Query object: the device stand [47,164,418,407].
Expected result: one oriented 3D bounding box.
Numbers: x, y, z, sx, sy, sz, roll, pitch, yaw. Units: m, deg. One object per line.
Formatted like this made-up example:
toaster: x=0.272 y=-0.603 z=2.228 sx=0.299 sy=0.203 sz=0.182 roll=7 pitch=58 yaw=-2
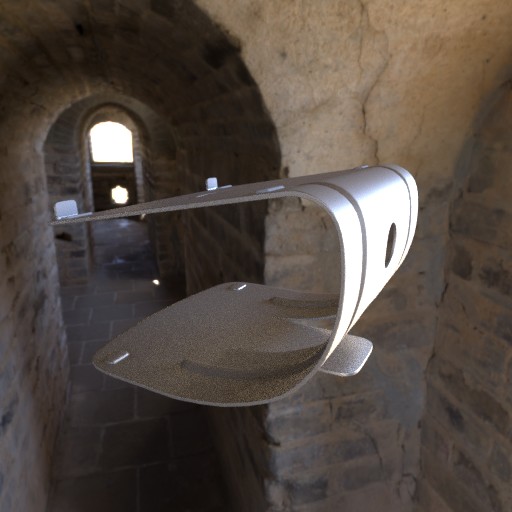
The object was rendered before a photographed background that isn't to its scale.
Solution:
device stand: x=0.000 y=0.000 z=0.401 sx=0.236 sy=0.155 sz=0.256 roll=8 pitch=18 yaw=27
